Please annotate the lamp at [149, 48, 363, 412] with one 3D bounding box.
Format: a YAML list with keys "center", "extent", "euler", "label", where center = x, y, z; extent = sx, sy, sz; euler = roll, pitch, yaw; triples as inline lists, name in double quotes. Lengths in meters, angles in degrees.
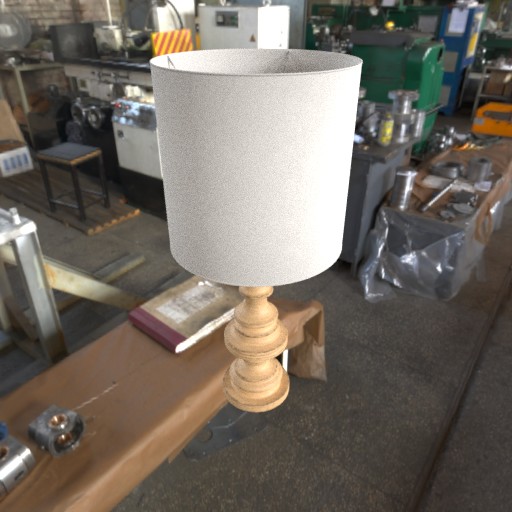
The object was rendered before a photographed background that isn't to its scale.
- center: [0.000, 0.000, 0.557]
  extent: [0.208, 0.455, 0.208]
  euler: [1, 30, 2]
  label: "lamp"
